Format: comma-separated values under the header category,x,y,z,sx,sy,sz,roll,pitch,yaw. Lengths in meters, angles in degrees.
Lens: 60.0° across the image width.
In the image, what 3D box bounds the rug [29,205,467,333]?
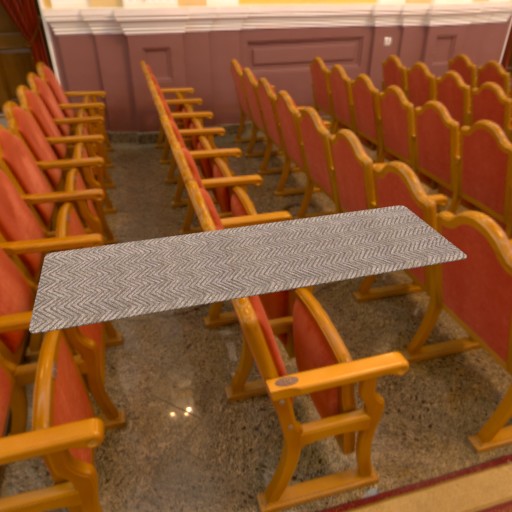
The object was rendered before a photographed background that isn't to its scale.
category,x,y,z,sx,sy,sz,roll,pitch,yaw
rug,0.000,0.000,2.498,2.286,0.008,0.686,-9,34,-13
